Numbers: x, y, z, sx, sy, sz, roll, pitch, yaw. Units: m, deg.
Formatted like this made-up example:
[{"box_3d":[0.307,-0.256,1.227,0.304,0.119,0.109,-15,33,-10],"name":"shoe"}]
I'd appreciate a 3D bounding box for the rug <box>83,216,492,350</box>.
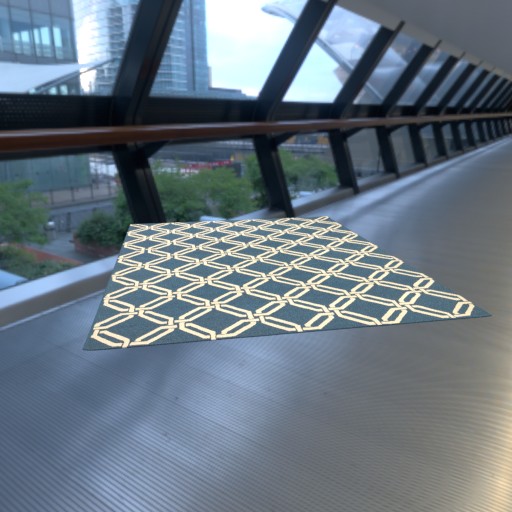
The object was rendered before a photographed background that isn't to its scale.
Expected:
[{"box_3d":[0.000,0.000,3.716,2.277,0.020,2.867,-3,17,-10],"name":"rug"}]
